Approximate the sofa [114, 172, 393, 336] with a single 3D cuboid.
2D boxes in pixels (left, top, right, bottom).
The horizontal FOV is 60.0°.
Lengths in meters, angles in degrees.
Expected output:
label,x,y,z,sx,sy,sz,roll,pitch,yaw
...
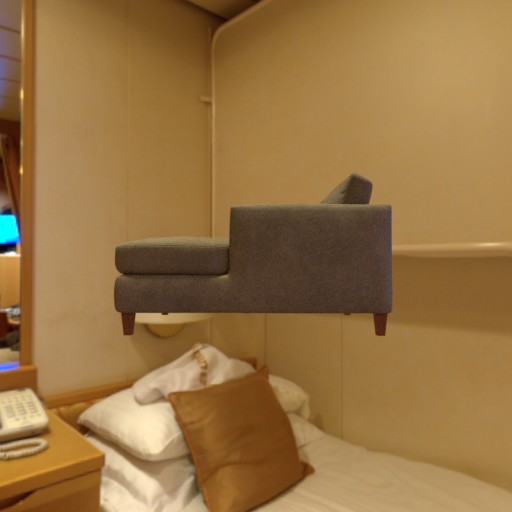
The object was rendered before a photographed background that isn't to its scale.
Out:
label,x,y,z,sx,sy,sz,roll,pitch,yaw
sofa,0.000,0.000,4.192,1.604,0.950,3.471,0,-1,1
